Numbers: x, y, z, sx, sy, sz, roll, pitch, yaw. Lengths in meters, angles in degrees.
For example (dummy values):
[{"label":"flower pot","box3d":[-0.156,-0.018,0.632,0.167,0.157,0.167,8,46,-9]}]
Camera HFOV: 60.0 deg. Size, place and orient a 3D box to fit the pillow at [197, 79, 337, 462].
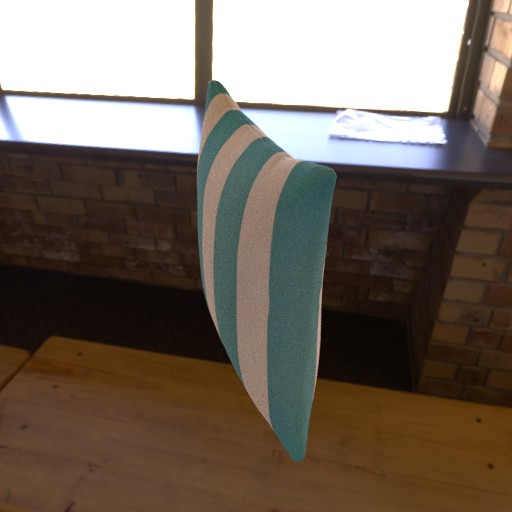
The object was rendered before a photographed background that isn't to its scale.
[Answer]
[{"label":"pillow","box3d":[0.000,0.000,0.811,0.189,0.526,0.536,-10,33,-16]}]
